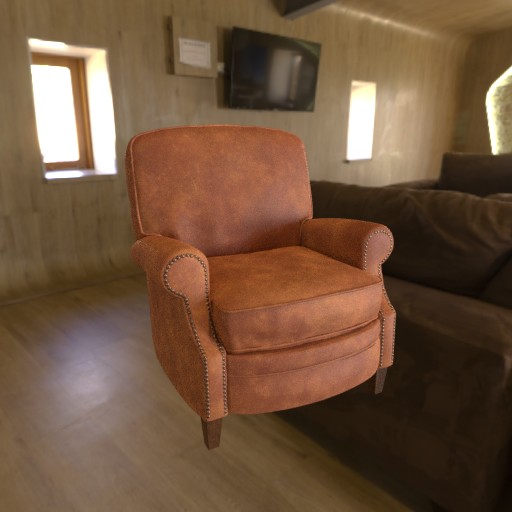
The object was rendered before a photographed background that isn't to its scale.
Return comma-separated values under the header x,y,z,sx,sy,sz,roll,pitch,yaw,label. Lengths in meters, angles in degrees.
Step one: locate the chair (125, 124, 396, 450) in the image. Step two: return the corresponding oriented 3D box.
x,y,z,sx,sy,sz,roll,pitch,yaw,label
0.000,0.000,1.771,0.936,1.018,0.986,-8,17,-26,chair
